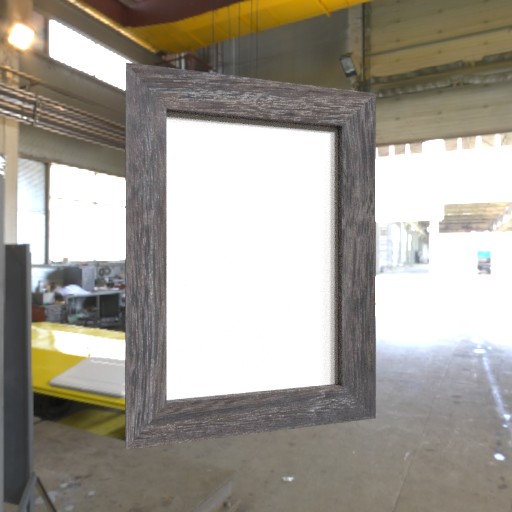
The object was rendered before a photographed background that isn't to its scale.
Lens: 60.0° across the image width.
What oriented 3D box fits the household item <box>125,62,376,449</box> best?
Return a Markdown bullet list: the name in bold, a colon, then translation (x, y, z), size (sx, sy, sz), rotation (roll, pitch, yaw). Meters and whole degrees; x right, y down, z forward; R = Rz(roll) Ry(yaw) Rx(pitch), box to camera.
- **household item**: translation (0.000, 0.000, 0.235), size (0.133, 0.180, 0.020), rotation (0, 0, -17)
